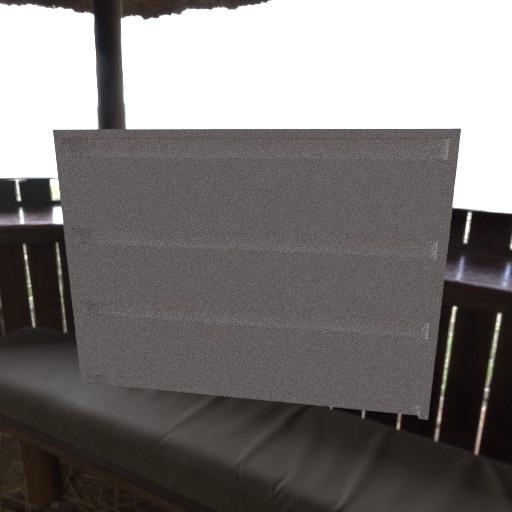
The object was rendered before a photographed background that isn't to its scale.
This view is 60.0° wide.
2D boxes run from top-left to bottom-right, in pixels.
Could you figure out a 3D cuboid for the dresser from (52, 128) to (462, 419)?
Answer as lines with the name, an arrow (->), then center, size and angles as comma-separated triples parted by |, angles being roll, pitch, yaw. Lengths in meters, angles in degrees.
dresser -> 0.000, 0.000, 1.499 | 1.100, 0.820, 0.460 | 3, 15, 9
